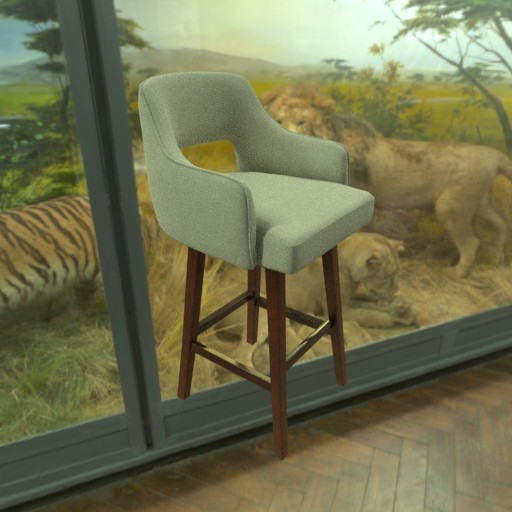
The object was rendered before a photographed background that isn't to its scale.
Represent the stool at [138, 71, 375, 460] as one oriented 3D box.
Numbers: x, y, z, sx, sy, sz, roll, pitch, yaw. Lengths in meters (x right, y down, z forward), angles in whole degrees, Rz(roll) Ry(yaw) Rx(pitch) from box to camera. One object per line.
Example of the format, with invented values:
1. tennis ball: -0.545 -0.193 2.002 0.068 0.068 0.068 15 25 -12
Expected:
1. stool: 0.000 0.000 1.377 0.560 1.041 0.550 18 31 33
